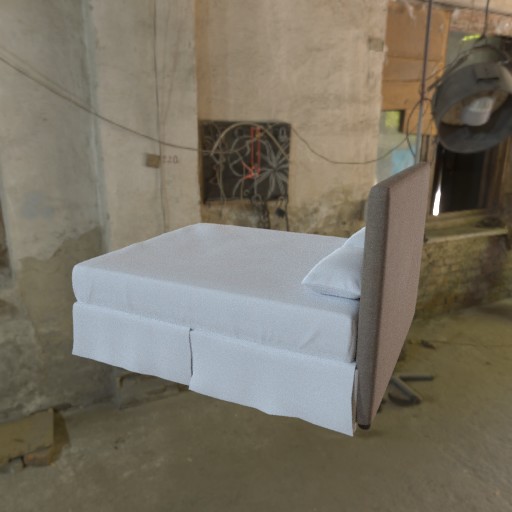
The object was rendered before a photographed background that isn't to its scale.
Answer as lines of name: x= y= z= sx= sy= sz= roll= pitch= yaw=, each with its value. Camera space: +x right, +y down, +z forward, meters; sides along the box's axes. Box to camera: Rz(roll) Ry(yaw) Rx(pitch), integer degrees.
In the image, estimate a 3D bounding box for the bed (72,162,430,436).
bed: x=0.000 y=0.000 z=3.258 sx=2.142 sy=1.330 sz=1.723 roll=8 pitch=18 yaw=25
